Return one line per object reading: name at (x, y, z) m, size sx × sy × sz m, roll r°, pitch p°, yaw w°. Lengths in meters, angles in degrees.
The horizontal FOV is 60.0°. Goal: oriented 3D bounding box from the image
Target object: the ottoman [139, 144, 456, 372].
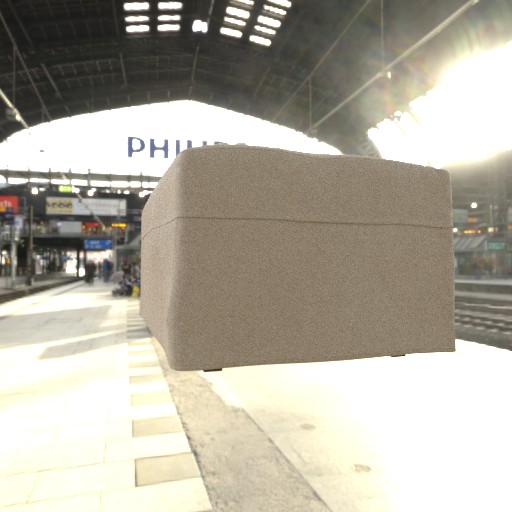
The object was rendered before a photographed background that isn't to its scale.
ottoman at (0.000, 0.000, 1.216) m, size 0.590 × 0.444 × 0.872 m, roll 0°, pitch -1°, yaw -19°
